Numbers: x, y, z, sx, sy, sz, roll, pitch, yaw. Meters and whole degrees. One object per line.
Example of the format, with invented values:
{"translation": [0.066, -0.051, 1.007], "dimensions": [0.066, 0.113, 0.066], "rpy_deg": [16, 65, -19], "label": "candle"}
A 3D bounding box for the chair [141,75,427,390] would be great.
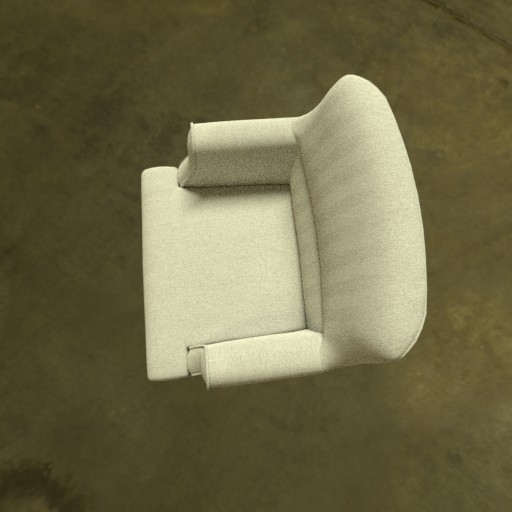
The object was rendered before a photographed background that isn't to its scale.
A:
{"translation": [0.000, 0.000, 1.415], "dimensions": [0.750, 0.875, 0.781], "rpy_deg": [-5, 76, -1], "label": "chair"}
